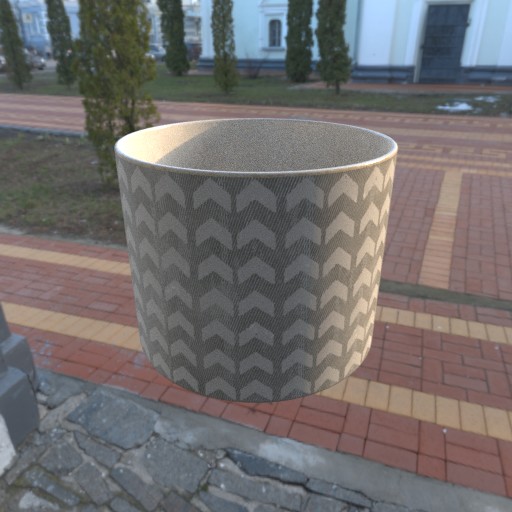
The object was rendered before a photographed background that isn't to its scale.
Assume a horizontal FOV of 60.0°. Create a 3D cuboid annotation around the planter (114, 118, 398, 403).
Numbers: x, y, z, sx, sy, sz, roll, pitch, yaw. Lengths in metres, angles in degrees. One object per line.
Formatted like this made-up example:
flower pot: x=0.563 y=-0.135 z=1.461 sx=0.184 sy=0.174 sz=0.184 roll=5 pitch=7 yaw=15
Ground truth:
planter: x=0.000 y=0.000 z=0.347 sx=0.190 sy=0.181 sz=0.190 roll=0 pitch=25 yaw=0
